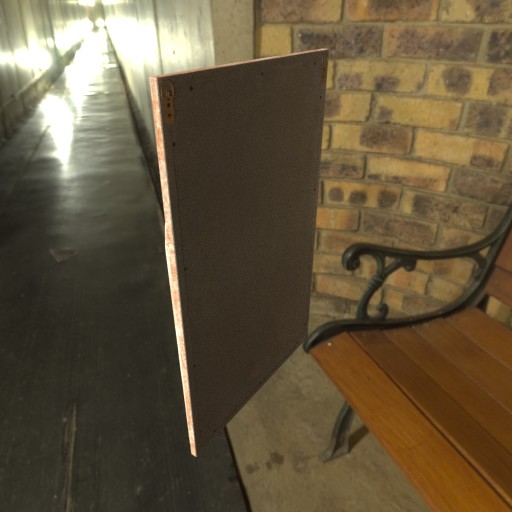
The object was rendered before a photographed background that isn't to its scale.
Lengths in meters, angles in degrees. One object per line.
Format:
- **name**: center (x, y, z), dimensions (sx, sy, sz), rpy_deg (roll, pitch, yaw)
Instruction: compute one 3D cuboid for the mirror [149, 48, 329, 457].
- **mirror**: center (0.000, 0.000, 0.966), dimensions (0.058, 0.787, 0.495), rpy_deg (19, 35, 30)
